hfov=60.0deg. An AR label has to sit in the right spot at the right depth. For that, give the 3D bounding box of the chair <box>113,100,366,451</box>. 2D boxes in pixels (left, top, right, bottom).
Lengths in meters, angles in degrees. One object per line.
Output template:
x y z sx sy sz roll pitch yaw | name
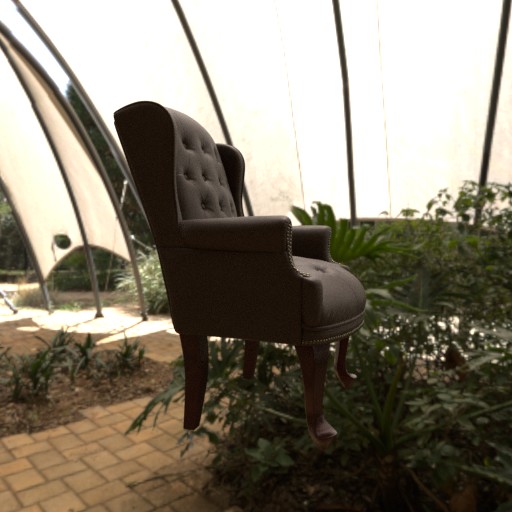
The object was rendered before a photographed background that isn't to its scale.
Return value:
0.000 0.000 1.690 0.819 1.132 0.829 1 2 18 | chair
